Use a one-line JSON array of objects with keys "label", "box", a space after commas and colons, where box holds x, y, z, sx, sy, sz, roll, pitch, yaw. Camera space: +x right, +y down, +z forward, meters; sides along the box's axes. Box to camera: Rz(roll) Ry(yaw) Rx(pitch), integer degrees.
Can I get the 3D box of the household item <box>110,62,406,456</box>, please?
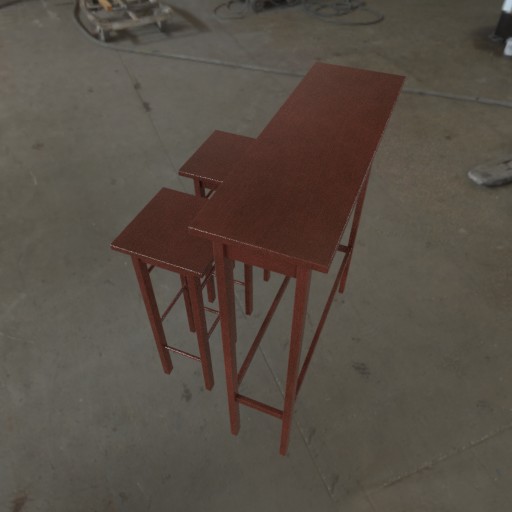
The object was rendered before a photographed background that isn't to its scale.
[{"label": "household item", "box": [0.000, 0.000, 1.613, 0.676, 1.067, 0.914, 16, 48, 15]}]
